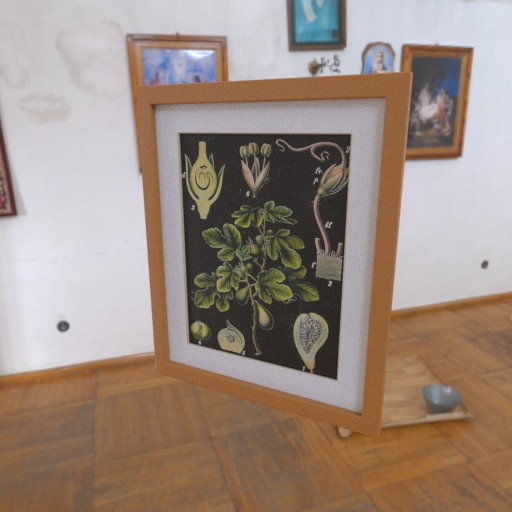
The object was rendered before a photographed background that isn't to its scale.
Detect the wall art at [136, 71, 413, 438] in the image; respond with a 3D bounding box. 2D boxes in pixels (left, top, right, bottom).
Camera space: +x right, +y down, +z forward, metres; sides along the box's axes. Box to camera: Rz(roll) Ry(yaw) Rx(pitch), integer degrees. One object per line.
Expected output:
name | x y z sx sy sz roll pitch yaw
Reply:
wall art | 0.000 0.000 0.748 0.452 0.553 0.022 8 18 25
